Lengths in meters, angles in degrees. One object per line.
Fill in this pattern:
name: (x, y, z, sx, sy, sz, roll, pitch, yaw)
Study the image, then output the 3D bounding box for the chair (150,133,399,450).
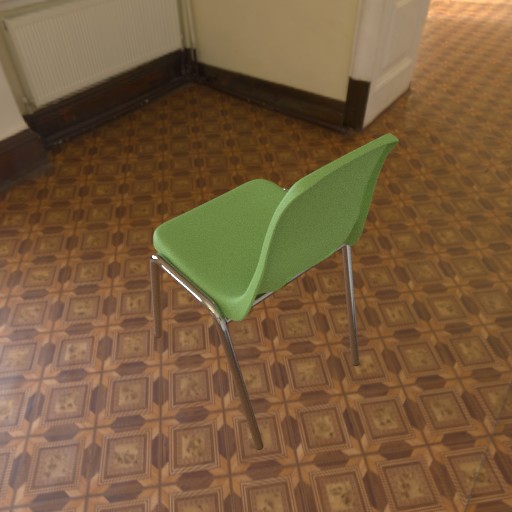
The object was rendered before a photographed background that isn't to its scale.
chair: (0.000, 0.000, 0.963, 0.381, 0.704, 0.436, -31, 52, -28)
